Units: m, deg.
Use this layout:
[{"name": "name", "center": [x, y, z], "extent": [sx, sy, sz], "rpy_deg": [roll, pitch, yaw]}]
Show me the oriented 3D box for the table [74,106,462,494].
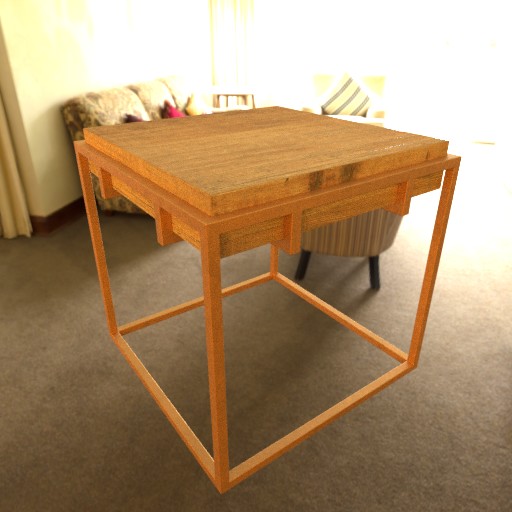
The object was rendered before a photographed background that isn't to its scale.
[{"name": "table", "center": [0.000, 0.000, 1.077], "extent": [0.599, 0.584, 0.599], "rpy_deg": [-18, 32, -32]}]
